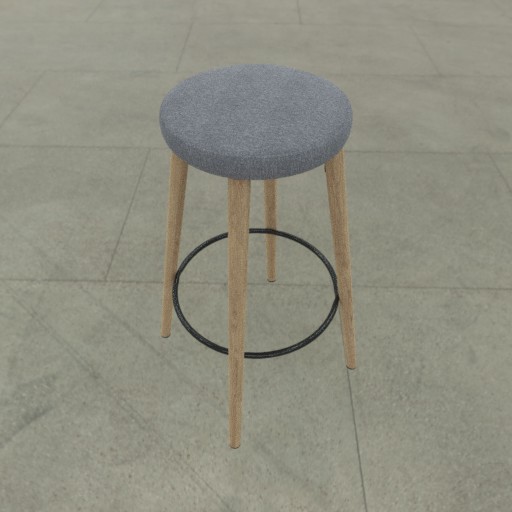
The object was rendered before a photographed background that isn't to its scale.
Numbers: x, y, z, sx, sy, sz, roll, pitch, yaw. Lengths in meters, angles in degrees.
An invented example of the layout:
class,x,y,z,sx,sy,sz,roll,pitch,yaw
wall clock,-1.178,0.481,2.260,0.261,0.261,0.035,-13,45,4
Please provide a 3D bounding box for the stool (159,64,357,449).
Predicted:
class,x,y,z,sx,sy,sz,roll,pitch,yaw
stool,0.000,0.000,0.992,0.410,0.770,0.410,-26,51,-23
